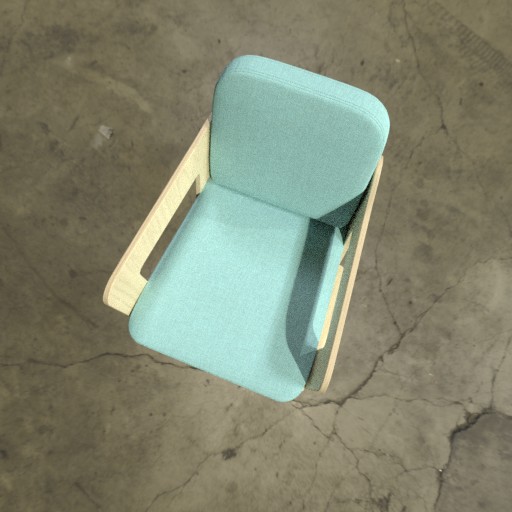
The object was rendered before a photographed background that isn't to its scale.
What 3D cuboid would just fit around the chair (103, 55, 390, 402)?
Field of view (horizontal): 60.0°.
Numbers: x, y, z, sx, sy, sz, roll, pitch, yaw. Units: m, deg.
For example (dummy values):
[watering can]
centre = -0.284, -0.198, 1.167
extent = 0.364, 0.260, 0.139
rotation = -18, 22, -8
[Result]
[chair]
centre = 0.000, 0.000, 1.295
extent = 0.590, 0.800, 0.710
rotation = 21, 75, 6
